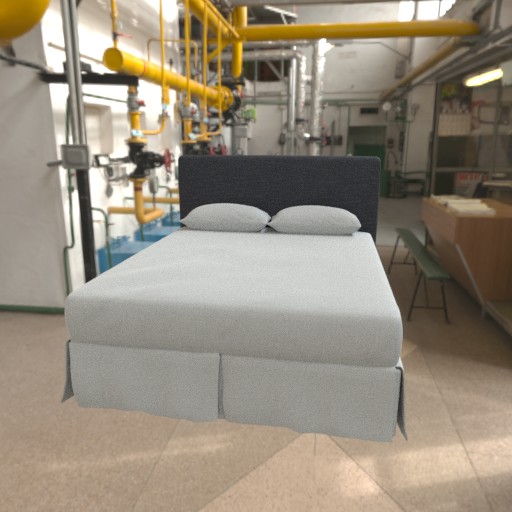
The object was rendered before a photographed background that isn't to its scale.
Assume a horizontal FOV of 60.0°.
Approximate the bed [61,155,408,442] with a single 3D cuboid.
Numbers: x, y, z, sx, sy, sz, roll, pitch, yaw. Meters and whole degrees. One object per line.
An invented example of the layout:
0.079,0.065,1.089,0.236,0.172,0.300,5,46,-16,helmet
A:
0.000,0.000,3.162,1.884,1.330,2.142,3,15,9,bed
